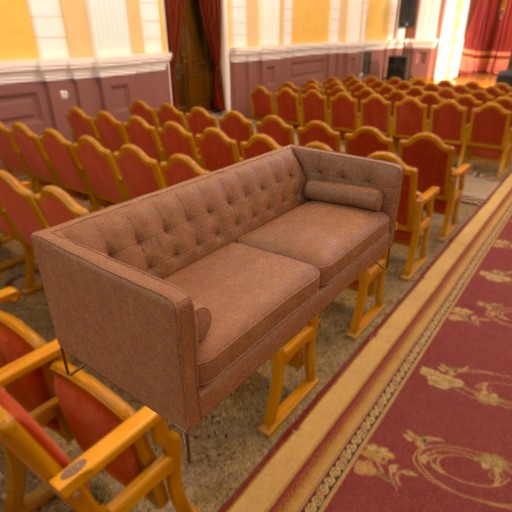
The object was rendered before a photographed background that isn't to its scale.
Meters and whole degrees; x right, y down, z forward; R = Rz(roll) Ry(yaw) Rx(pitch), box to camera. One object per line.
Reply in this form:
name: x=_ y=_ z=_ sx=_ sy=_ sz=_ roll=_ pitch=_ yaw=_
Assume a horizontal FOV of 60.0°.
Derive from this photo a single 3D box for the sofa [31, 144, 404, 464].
sofa: x=0.000 y=0.000 z=2.570 sx=0.912 sy=0.798 sz=2.079 roll=19 pitch=33 yaw=32
